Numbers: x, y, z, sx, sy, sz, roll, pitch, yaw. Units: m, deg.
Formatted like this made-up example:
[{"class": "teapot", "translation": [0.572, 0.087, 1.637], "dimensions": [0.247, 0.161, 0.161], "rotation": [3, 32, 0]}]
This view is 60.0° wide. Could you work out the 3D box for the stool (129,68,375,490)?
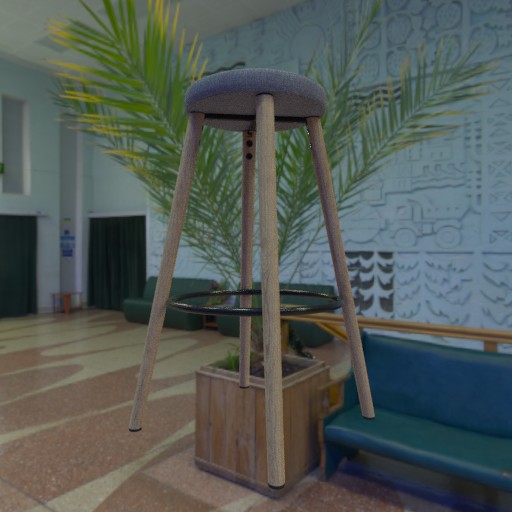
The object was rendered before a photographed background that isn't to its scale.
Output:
[{"class": "stool", "translation": [0.000, 0.000, 1.013], "dimensions": [0.410, 0.770, 0.410], "rotation": [1, 1, 38]}]
